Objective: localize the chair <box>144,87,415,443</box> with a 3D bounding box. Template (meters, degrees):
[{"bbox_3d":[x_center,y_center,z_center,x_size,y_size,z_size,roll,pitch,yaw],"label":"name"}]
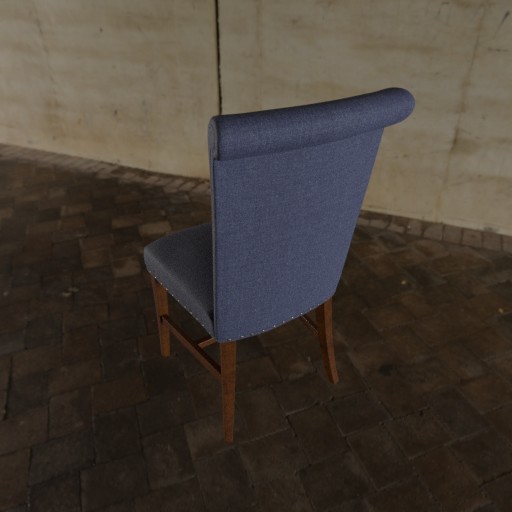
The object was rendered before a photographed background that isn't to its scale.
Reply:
[{"bbox_3d":[0.000,0.000,1.328,0.513,0.988,0.608,-19,36,-28],"label":"chair"}]
